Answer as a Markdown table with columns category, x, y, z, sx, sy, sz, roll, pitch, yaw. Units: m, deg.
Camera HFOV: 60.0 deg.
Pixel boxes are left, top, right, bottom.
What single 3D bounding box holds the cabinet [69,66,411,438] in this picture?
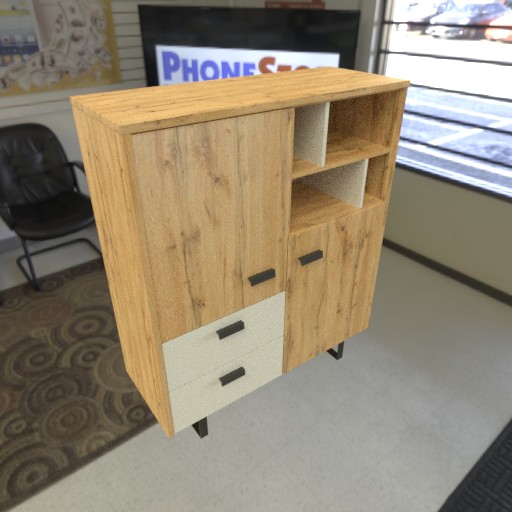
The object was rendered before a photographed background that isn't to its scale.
| category | x | y | z | sx | sy | sz | roll | pitch | yaw |
| --- | --- | --- | --- | --- | --- | --- | --- | --- | --- |
| cabinet | 0.000 | 0.000 | 1.939 | 1.168 | 1.397 | 0.473 | -20 | 36 | -30 |
